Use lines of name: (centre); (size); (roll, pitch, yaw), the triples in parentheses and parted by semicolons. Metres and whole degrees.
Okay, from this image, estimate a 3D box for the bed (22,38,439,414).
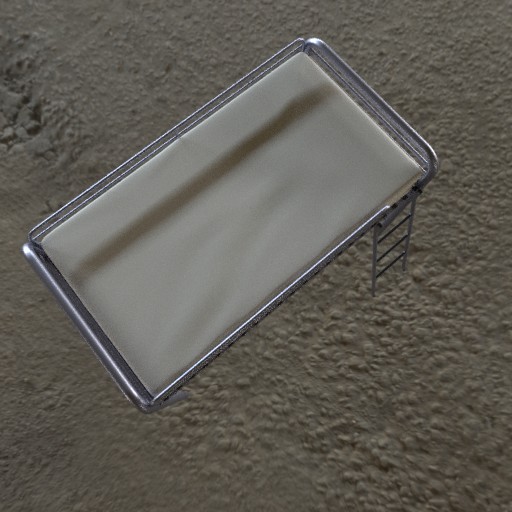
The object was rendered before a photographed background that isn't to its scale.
bed: (0.000, 0.000, 2.822); (1.965, 1.288, 1.415); (-39, 79, -9)
